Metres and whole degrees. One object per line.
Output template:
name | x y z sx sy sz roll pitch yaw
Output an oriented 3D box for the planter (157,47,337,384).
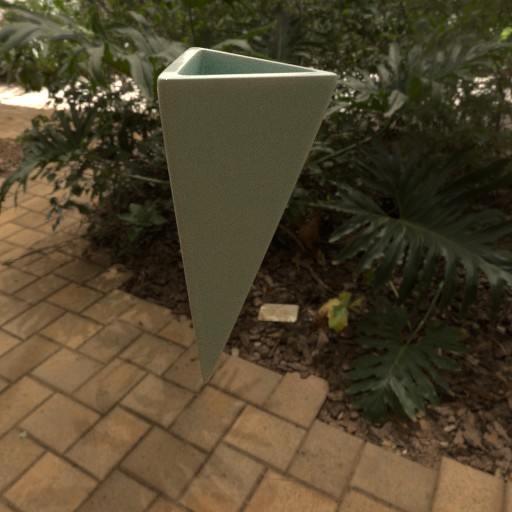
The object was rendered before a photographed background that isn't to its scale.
planter | 0.000 0.000 0.217 0.064 0.178 0.080 0 32 1
